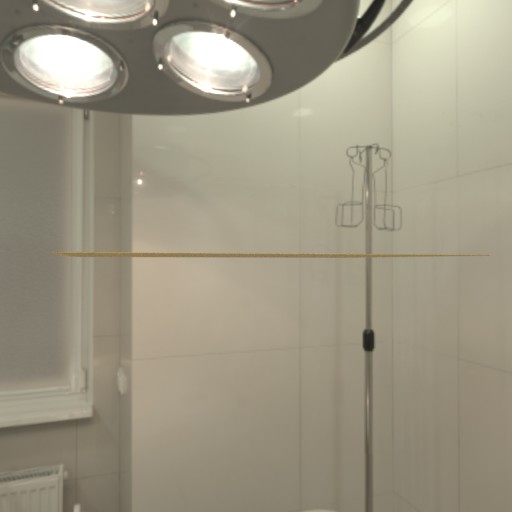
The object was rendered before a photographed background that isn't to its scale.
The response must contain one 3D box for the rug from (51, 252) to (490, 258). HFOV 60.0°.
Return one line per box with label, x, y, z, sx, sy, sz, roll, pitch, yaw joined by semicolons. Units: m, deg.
rug;0.000;0.000;3.656;2.895;0.006;1.981;0;-1;-20
